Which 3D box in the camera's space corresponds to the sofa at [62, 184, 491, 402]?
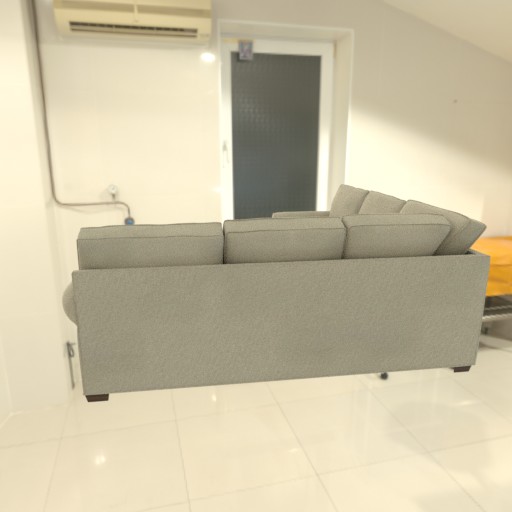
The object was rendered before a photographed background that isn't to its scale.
[{"bbox_3d":[0.000,0.000,3.795,2.562,1.053,2.487,-2,15,-8],"label":"sofa"}]
